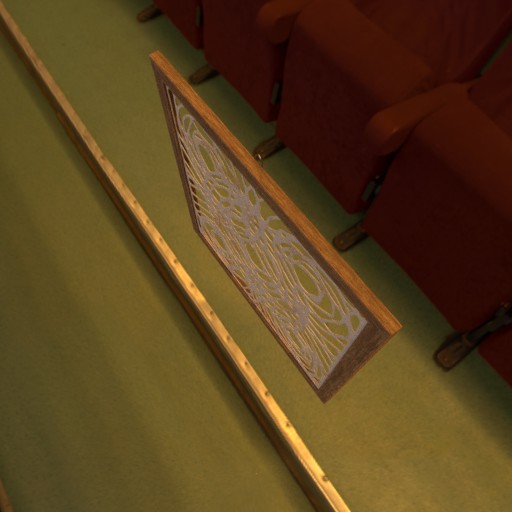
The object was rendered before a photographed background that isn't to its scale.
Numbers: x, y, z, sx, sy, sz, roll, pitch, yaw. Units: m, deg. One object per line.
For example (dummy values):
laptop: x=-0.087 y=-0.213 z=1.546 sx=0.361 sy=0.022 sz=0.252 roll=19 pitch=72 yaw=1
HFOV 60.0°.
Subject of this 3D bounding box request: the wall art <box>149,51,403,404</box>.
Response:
wall art: x=0.000 y=0.000 z=0.852 sx=0.021 sy=0.576 sz=0.561 roll=-33 pitch=68 yaw=-15
